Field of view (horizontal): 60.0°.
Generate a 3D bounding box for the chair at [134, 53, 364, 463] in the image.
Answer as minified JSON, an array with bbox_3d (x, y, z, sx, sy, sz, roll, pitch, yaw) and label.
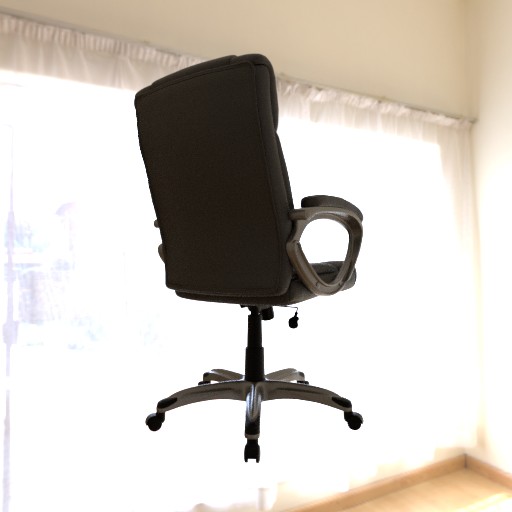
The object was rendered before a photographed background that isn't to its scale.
[{"bbox_3d":[0.000,0.000,1.571,0.721,1.130,0.719,0,0,37],"label":"chair"}]
